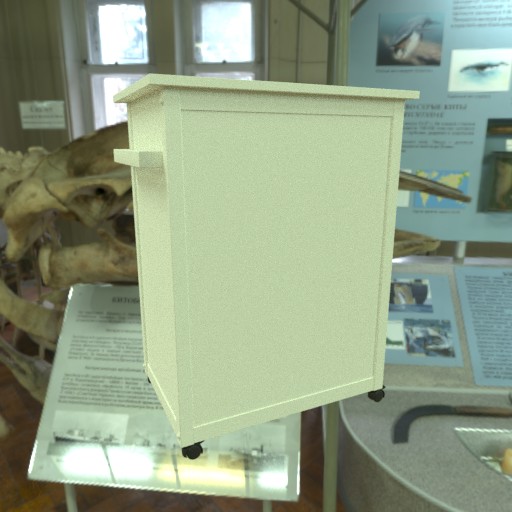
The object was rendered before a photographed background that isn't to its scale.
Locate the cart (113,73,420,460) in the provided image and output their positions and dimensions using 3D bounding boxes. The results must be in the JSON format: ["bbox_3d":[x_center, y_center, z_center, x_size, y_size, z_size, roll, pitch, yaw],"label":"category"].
[{"bbox_3d":[0.000,0.000,1.248,0.683,0.864,0.442,-7,16,-25],"label":"cart"}]
